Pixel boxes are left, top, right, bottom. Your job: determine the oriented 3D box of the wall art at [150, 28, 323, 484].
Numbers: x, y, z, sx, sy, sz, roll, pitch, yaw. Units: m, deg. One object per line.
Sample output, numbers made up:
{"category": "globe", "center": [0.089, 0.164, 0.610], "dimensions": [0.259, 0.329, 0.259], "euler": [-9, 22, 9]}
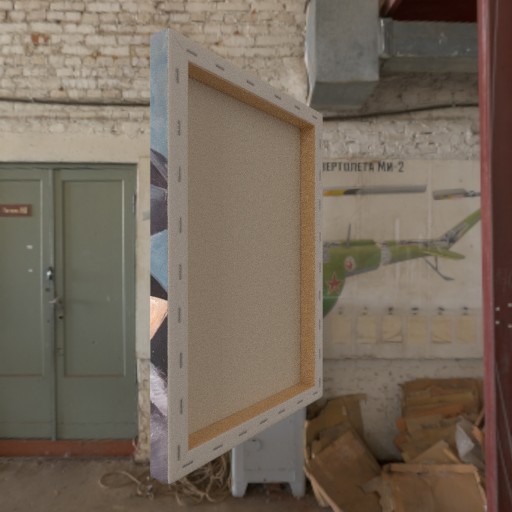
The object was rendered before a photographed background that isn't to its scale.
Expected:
{"category": "wall art", "center": [0.000, 0.000, 0.787], "dimensions": [0.037, 0.613, 0.455], "euler": [0, 0, 35]}
